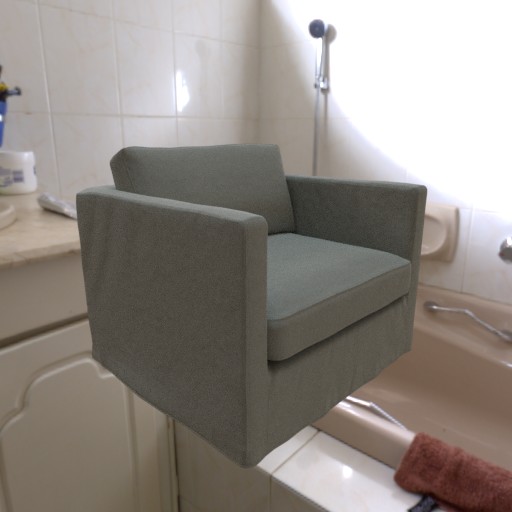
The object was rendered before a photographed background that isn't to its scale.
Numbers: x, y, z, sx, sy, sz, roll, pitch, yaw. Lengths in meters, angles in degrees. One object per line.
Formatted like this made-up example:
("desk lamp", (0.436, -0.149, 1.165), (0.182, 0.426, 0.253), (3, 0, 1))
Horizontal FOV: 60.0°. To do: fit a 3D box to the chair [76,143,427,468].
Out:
("chair", (0.000, 0.000, 1.777), (0.949, 0.863, 1.057), (15, 21, 42))
